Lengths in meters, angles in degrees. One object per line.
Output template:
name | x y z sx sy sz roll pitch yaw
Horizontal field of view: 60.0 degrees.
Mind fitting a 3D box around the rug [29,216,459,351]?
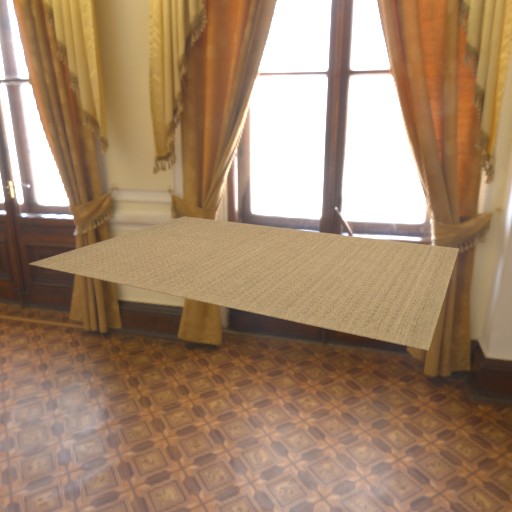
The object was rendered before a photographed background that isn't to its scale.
rug | 0.000 0.000 3.599 2.895 0.006 1.981 9 19 26
